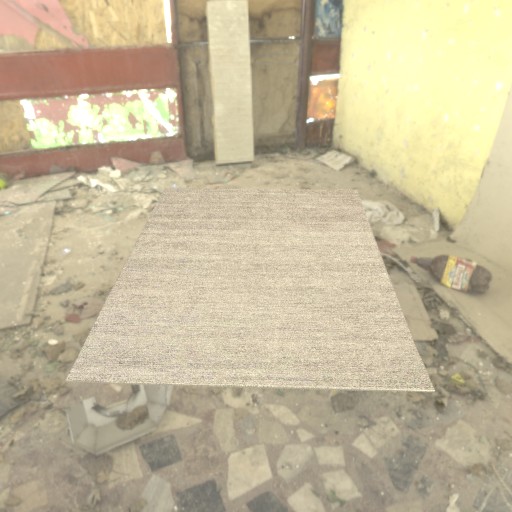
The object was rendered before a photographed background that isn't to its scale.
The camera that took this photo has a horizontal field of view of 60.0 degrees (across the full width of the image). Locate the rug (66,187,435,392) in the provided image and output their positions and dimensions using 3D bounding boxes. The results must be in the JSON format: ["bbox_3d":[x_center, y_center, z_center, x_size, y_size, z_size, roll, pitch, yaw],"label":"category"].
[{"bbox_3d":[0.000,0.000,4.245,2.434,0.045,3.202,1,32,2],"label":"rug"}]
